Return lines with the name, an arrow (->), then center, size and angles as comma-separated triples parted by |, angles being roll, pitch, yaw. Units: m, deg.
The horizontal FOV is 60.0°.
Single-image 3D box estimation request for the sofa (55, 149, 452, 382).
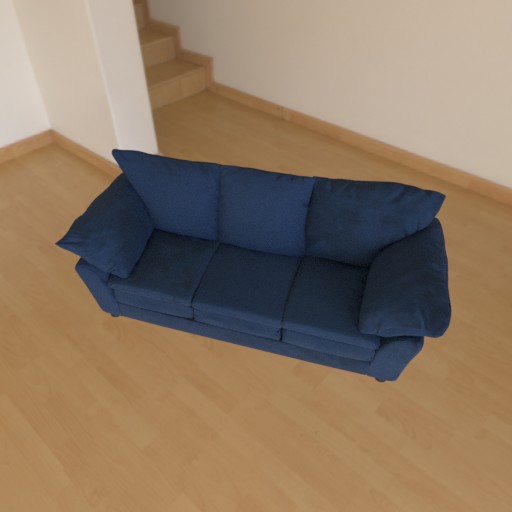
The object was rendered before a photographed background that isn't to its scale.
sofa -> 0.000, 0.000, 2.959 | 2.390, 1.091, 0.907 | 11, 44, 12
